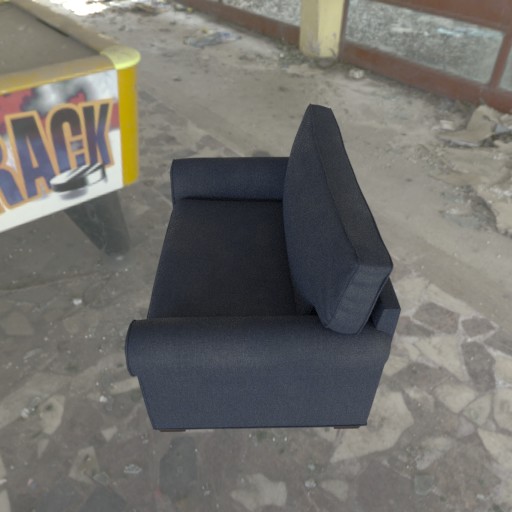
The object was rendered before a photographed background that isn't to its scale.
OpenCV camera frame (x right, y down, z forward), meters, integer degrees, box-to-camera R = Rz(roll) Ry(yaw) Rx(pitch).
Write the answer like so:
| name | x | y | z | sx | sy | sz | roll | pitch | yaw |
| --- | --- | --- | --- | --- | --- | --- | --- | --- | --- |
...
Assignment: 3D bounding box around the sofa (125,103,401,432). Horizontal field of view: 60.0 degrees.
| name | x | y | z | sx | sy | sz | roll | pitch | yaw |
| --- | --- | --- | --- | --- | --- | --- | --- | --- | --- |
| sofa | 0.000 | 0.000 | 2.094 | 0.938 | 1.004 | 1.405 | -1 | 40 | -1 |
